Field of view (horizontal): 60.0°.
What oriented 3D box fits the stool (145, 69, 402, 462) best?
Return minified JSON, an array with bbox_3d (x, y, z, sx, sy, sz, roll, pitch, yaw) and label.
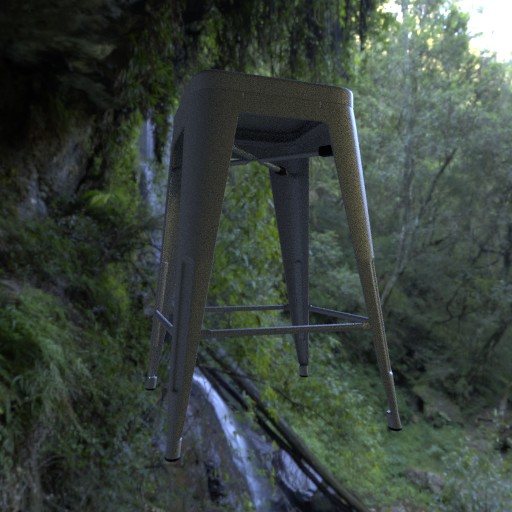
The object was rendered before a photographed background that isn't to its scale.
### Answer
[{"bbox_3d":[0.000,0.000,0.899,0.406,0.610,0.406,0,-1,-18],"label":"stool"}]
